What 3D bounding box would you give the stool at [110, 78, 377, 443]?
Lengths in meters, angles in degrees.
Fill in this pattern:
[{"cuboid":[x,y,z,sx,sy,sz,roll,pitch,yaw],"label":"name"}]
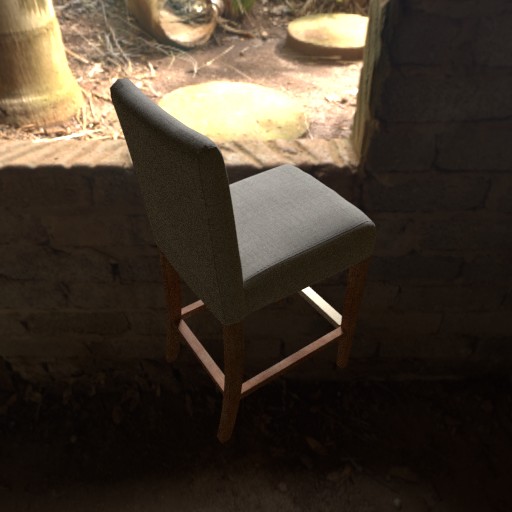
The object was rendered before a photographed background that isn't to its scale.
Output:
[{"cuboid":[0.000,0.000,1.339,0.567,1.039,0.454,-24,46,-26],"label":"stool"}]
